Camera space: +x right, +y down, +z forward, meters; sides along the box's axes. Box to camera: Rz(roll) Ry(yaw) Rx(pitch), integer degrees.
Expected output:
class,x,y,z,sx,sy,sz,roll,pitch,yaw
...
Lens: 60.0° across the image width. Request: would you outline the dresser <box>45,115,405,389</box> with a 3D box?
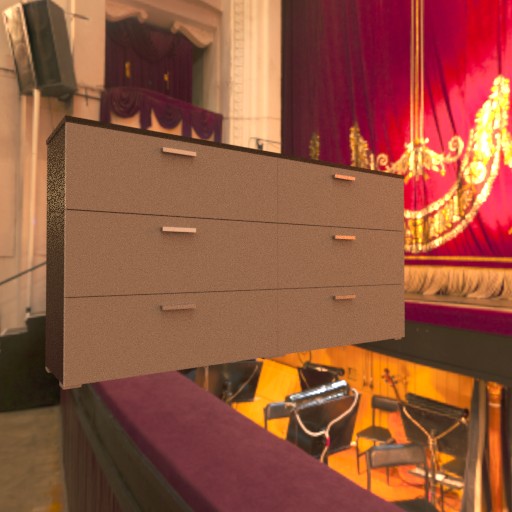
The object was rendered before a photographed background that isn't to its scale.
class,x,y,z,sx,sy,sz,roll,pitch,yaw
dresser,0.000,0.000,1.825,1.535,0.790,0.333,1,-1,-34
